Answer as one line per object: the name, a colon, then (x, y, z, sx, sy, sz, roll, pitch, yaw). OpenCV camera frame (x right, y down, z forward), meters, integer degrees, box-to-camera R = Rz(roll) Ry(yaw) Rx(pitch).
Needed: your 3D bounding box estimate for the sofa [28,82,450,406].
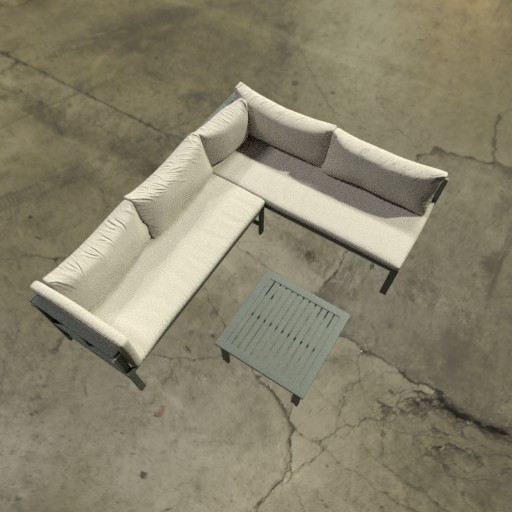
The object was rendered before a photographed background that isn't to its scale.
sofa: (0.000, 0.000, 2.874, 1.658, 0.758, 2.096, 29, 63, 16)
